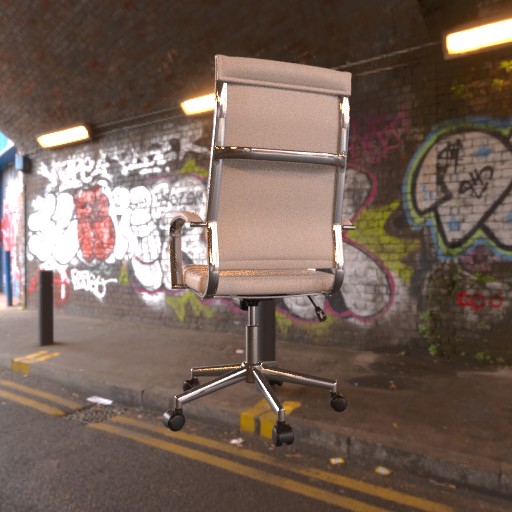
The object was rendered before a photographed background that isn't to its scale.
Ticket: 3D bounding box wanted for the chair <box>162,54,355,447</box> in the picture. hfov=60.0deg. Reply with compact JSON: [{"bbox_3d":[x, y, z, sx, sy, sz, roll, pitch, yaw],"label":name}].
[{"bbox_3d":[0.000,0.000,1.611,0.679,1.149,0.679,0,0,-17],"label":"chair"}]
